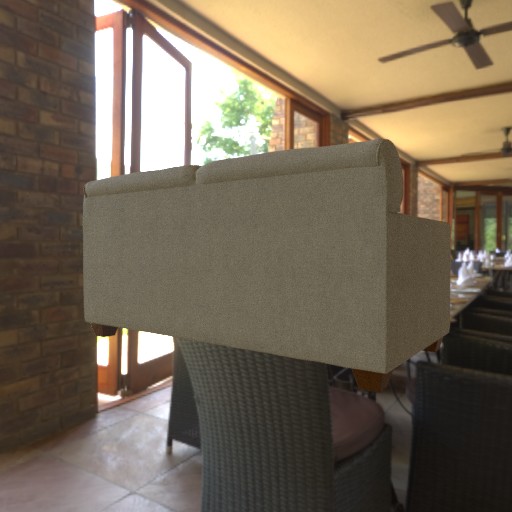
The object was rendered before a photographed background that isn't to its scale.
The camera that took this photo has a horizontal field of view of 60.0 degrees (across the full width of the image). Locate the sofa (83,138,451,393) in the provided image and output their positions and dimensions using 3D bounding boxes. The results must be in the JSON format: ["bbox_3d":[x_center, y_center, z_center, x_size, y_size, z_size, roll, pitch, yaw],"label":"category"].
[{"bbox_3d":[0.000,0.000,2.465,1.846,0.958,0.998,1,2,36],"label":"sofa"}]
